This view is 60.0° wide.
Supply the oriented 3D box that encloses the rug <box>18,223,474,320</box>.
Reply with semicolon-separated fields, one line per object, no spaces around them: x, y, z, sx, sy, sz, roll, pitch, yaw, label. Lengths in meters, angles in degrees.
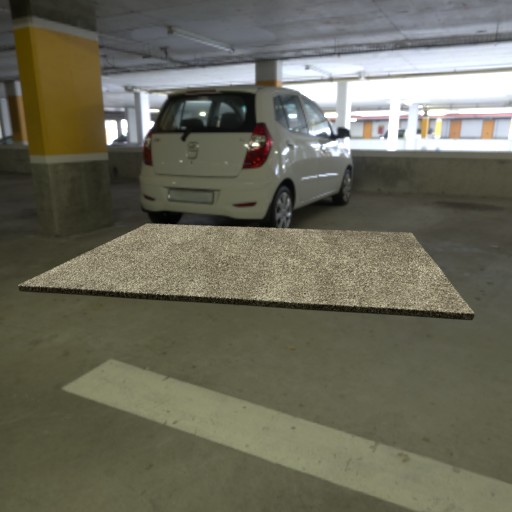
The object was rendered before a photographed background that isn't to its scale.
0.000;0.000;2.089;1.601;0.025;1.198;3;16;9;rug
